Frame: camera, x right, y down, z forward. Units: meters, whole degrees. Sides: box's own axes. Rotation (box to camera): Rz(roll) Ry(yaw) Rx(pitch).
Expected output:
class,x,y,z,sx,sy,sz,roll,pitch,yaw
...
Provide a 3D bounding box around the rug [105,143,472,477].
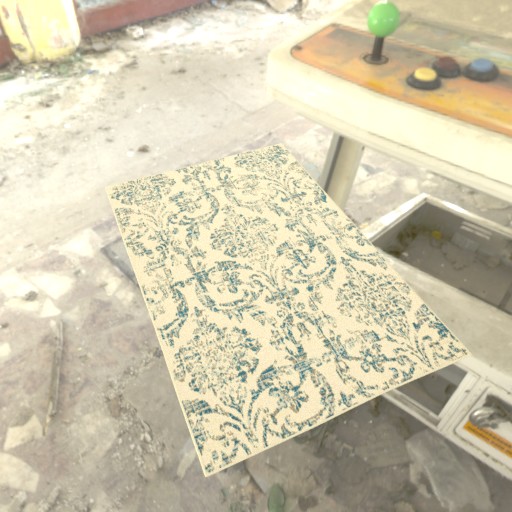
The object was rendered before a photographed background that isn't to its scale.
class,x,y,z,sx,sy,sz,roll,pitch,yaw
rug,0.000,0.000,2.311,1.213,0.012,1.831,-18,49,-16
